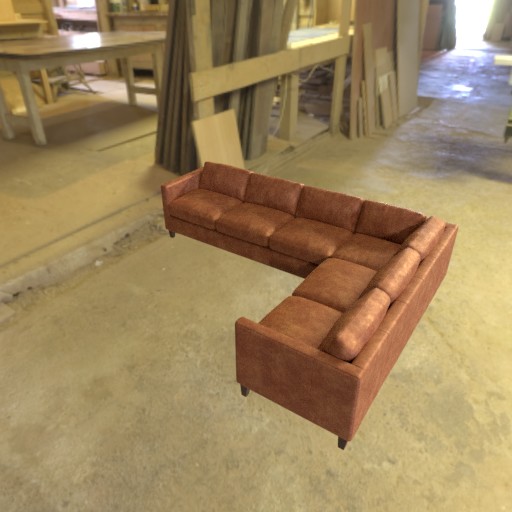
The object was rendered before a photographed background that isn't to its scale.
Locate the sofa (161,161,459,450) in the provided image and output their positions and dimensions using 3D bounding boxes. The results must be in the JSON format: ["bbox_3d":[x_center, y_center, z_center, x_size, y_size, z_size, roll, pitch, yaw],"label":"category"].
[{"bbox_3d":[0.000,0.000,4.350,3.167,0.838,2.438,19,36,29],"label":"sofa"}]
